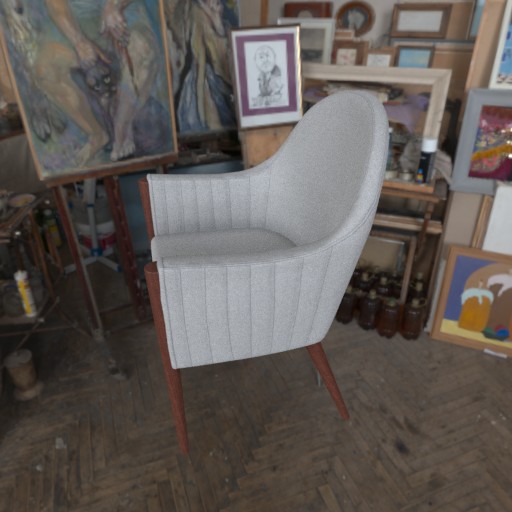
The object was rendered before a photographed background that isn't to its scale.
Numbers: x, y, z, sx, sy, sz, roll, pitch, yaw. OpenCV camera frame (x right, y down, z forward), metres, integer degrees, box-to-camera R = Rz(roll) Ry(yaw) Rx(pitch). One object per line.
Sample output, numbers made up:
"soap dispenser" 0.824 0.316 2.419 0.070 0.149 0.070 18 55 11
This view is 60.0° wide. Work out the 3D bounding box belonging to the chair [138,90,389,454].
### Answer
"chair" 0.000 0.000 1.300 0.620 0.889 0.610 -7 31 -12
